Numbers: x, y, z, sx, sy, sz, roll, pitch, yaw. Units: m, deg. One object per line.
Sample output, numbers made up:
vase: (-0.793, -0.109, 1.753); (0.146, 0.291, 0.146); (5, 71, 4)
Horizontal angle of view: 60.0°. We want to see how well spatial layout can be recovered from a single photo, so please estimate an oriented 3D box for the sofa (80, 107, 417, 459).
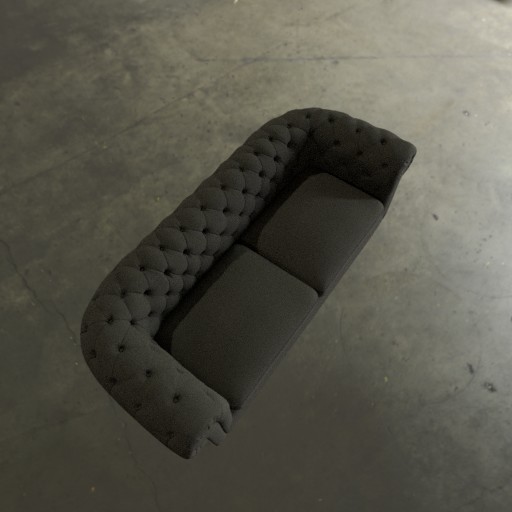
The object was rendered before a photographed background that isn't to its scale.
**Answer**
sofa: (0.000, 0.000, 2.830); (0.991, 0.762, 2.362); (32, 64, 18)
